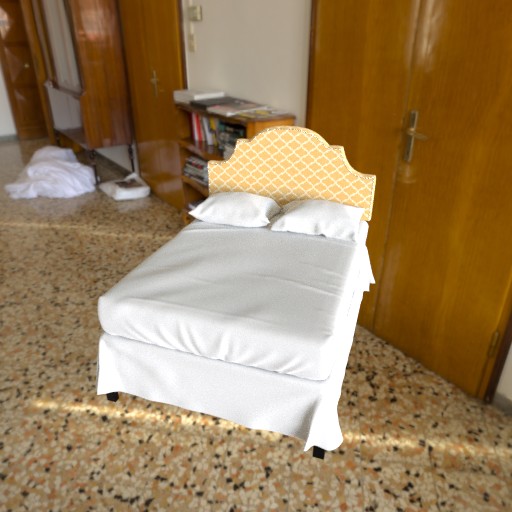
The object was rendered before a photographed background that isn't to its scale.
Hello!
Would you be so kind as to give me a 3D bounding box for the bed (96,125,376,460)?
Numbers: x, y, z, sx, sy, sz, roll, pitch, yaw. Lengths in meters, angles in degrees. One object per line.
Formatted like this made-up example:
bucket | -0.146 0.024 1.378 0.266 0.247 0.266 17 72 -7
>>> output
bed | 0.000 0.000 3.443 1.780 1.633 2.222 9 28 16
